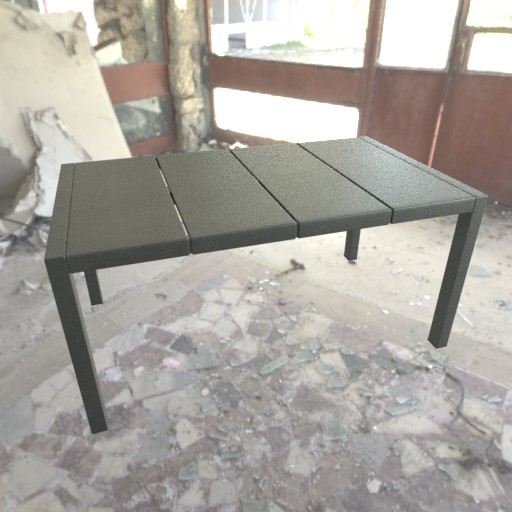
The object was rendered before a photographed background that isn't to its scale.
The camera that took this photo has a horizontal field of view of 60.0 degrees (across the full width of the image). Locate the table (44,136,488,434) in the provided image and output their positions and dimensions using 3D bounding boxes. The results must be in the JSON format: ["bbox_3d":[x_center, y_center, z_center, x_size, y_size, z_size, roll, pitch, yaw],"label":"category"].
[{"bbox_3d":[0.000,0.000,1.250,0.965,0.460,0.559,-9,31,-15],"label":"table"}]
